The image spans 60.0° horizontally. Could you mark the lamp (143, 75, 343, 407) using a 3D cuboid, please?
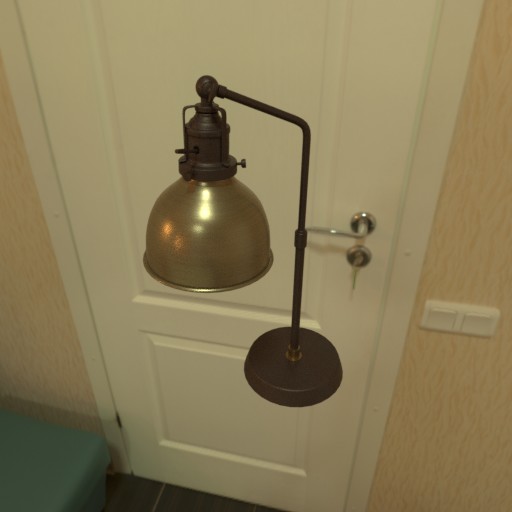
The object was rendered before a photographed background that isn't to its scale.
[{"bbox_3d":[0.000,0.000,0.605,0.298,0.469,0.175,-8,32,-14],"label":"lamp"}]
